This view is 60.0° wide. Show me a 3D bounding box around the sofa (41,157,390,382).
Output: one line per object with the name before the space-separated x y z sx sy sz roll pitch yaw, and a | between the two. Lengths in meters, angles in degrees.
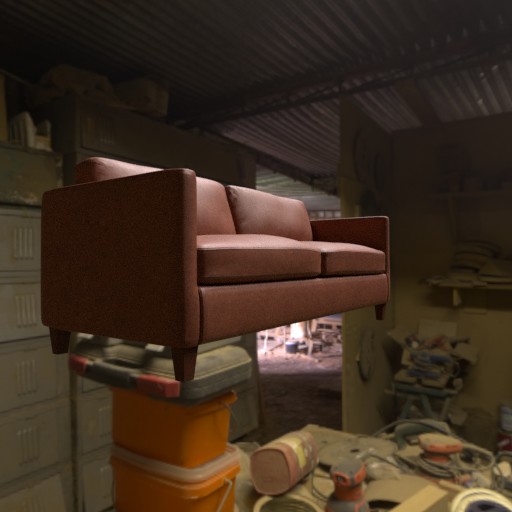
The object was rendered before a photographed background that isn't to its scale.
sofa | 0.000 0.000 2.687 0.950 0.932 2.204 0 -1 35
